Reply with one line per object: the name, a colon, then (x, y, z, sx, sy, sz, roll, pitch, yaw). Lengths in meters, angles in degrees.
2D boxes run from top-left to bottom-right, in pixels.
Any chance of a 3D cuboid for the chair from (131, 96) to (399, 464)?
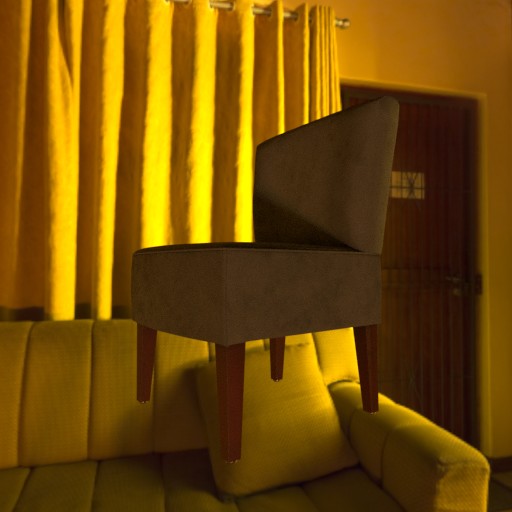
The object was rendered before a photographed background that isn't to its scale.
chair: (0.000, 0.000, 1.167, 0.554, 0.806, 0.521, 1, -2, -36)
